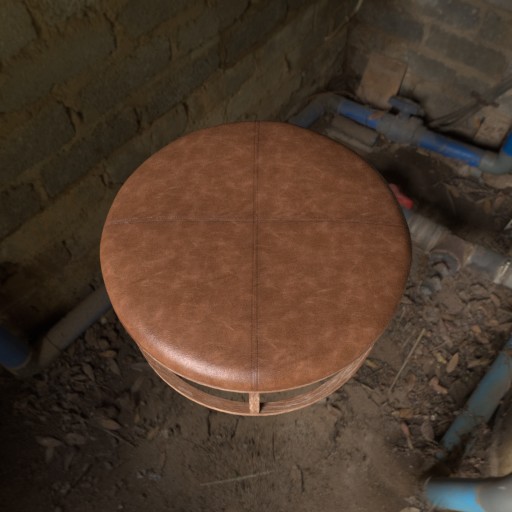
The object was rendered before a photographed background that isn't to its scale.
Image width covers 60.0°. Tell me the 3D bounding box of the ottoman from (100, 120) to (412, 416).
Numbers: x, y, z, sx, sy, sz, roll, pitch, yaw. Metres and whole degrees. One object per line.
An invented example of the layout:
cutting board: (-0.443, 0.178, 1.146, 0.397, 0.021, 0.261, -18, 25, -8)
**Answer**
ottoman: (0.000, 0.000, 1.568, 1.006, 0.445, 1.006, 0, 59, 0)
